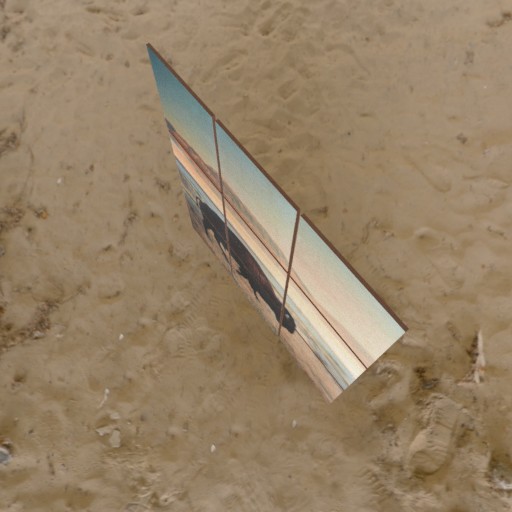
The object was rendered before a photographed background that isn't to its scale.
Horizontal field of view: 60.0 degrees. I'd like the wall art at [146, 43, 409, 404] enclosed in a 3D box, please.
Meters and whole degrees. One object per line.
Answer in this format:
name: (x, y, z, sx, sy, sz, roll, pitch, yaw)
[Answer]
wall art: (0.000, 0.000, 1.809, 0.019, 1.218, 1.221, -33, 68, -15)
